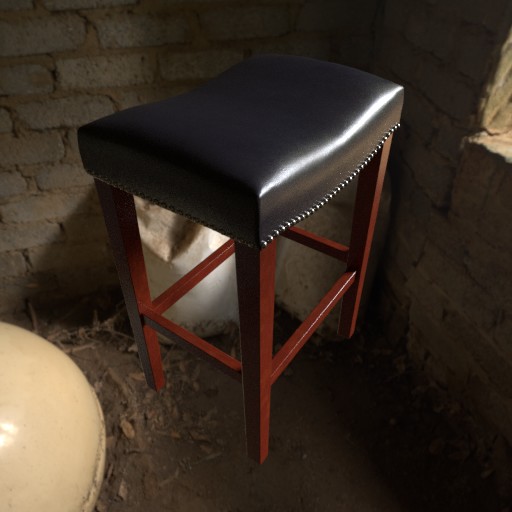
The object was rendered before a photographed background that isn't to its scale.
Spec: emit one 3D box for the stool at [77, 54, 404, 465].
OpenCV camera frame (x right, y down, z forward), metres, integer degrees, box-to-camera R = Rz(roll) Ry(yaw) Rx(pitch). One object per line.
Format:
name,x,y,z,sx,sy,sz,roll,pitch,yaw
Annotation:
stool,0.000,0.000,0.998,0.372,0.742,0.504,24,46,26
